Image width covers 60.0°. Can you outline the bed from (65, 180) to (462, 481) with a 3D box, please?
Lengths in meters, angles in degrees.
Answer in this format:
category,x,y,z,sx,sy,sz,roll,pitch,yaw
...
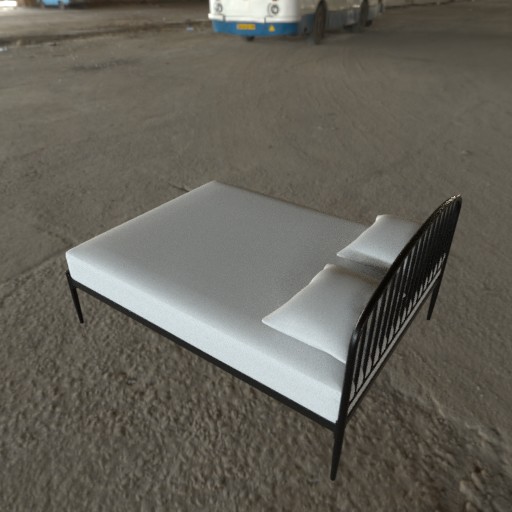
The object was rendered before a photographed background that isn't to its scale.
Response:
category,x,y,z,sx,sy,sz,roll,pitch,yaw
bed,0.000,0.000,3.067,2.159,1.166,1.618,21,38,30
